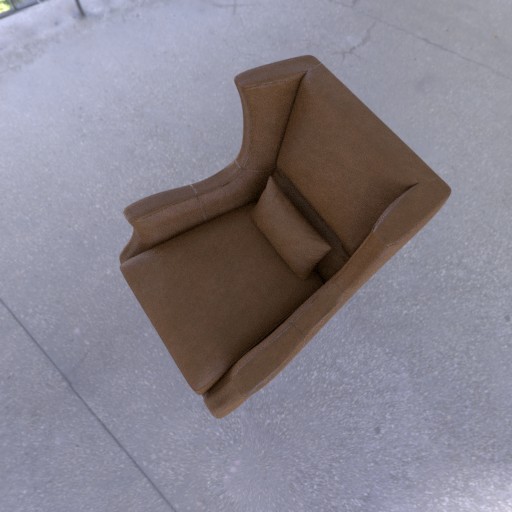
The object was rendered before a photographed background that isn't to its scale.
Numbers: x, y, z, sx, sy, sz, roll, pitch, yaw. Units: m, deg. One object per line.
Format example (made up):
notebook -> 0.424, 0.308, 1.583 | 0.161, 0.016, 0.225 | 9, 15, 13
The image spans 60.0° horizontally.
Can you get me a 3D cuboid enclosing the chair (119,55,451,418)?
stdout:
chair -> 0.000, 0.000, 1.705 | 0.925, 1.016, 0.852 | -32, 69, -14
